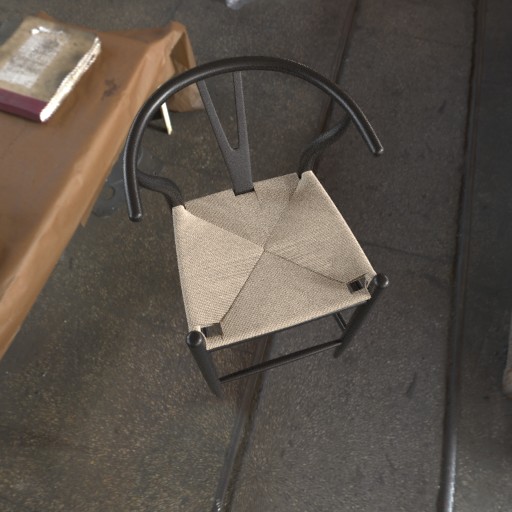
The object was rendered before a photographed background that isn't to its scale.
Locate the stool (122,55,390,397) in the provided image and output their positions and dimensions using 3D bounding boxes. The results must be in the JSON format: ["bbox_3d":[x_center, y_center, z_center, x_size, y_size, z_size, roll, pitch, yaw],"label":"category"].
[{"bbox_3d":[0.000,0.000,1.341,0.569,0.970,0.579,-16,65,-8],"label":"stool"}]
